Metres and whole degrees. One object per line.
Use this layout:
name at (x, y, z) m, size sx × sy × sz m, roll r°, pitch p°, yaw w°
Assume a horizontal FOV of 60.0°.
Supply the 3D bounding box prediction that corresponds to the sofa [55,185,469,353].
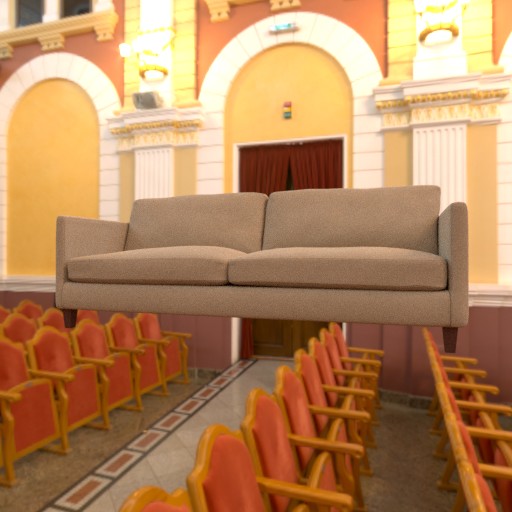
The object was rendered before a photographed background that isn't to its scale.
sofa at (0.000, 0.000, 2.869) m, size 2.404 × 0.912 × 0.988 m, roll 0°, pitch 0°, yaw 18°
